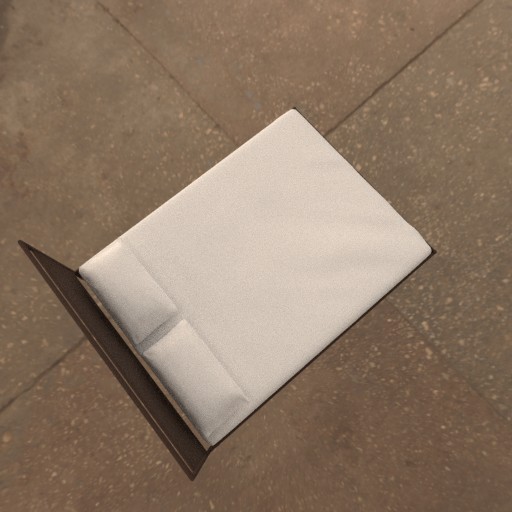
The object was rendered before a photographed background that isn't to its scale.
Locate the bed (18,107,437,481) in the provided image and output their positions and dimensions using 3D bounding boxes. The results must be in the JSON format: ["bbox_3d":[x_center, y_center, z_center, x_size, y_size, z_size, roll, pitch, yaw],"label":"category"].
[{"bbox_3d":[0.000,0.000,3.025,2.122,1.173,1.572,-39,78,-10],"label":"bed"}]
